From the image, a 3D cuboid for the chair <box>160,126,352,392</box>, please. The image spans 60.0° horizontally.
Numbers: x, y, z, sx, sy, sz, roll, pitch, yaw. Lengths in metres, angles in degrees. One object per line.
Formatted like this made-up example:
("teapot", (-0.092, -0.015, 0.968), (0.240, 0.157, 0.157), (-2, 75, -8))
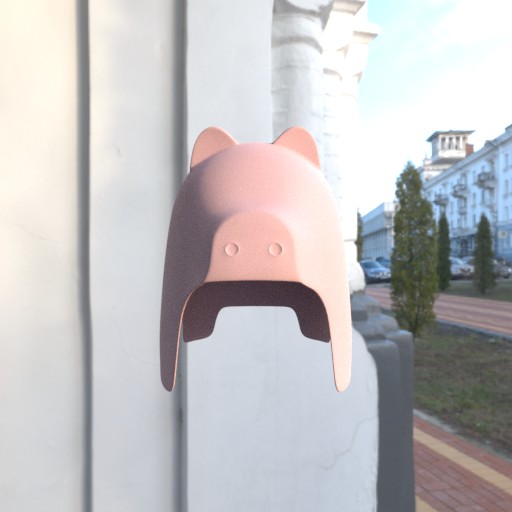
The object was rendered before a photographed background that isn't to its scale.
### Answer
("chair", (0.000, 0.000, 0.869), (0.364, 0.423, 0.619), (0, 0, 1))
